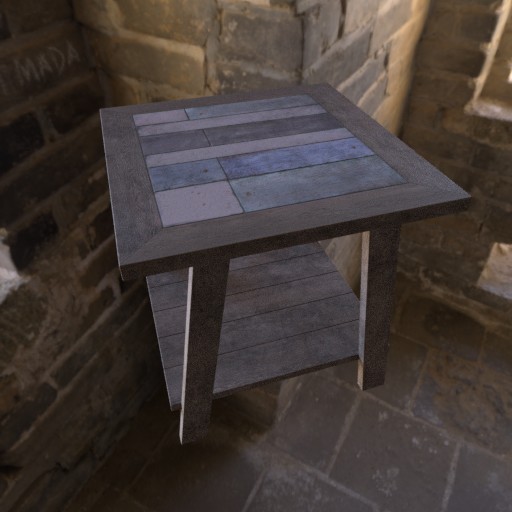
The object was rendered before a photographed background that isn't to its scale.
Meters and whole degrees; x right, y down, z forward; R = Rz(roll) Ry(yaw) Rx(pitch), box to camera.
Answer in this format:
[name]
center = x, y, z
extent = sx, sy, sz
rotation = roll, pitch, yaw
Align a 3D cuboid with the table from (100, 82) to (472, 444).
[table]
center = 0.000, 0.000, 1.131
extent = 0.610, 0.610, 0.610
rotation = -12, 42, -13
